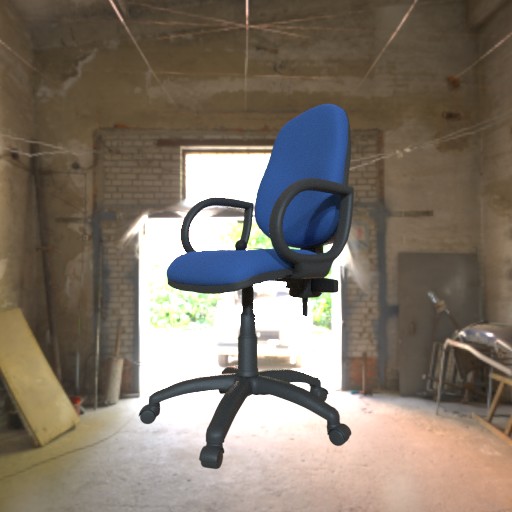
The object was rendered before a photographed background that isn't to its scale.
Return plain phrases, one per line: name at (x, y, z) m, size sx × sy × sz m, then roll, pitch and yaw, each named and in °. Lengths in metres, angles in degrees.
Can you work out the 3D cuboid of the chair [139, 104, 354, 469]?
chair at (0.000, 0.000, 1.227) m, size 0.549 × 0.905 × 0.552 m, roll 0°, pitch 0°, yaw -38°
